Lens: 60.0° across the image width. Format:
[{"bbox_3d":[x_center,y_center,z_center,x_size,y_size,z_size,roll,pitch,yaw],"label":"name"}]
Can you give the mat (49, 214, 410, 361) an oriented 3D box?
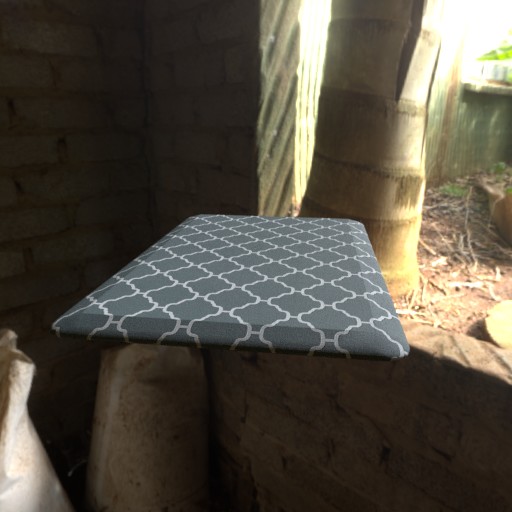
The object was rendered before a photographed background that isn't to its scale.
[{"bbox_3d":[0.000,0.000,0.942,0.508,0.021,0.762,2,18,8],"label":"mat"}]
